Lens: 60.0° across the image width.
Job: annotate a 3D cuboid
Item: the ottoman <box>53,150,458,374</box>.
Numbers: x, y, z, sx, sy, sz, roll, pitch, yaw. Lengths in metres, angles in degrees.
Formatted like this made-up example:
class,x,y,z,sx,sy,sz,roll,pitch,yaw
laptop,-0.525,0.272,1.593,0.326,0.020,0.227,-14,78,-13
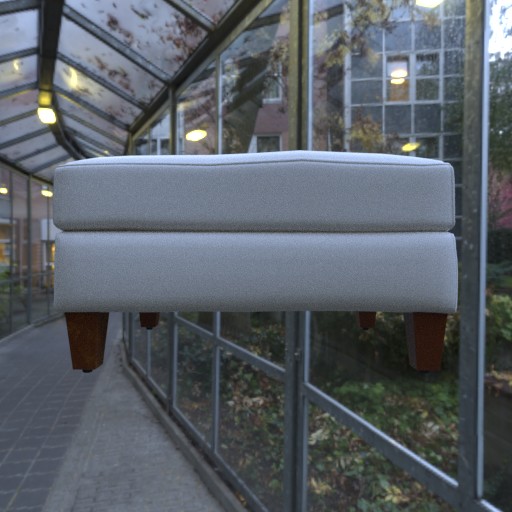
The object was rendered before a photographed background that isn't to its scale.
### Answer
class,x,y,z,sx,sy,sz,roll,pitch,yaw
ottoman,0.000,0.000,1.170,0.818,0.479,0.634,0,0,0
